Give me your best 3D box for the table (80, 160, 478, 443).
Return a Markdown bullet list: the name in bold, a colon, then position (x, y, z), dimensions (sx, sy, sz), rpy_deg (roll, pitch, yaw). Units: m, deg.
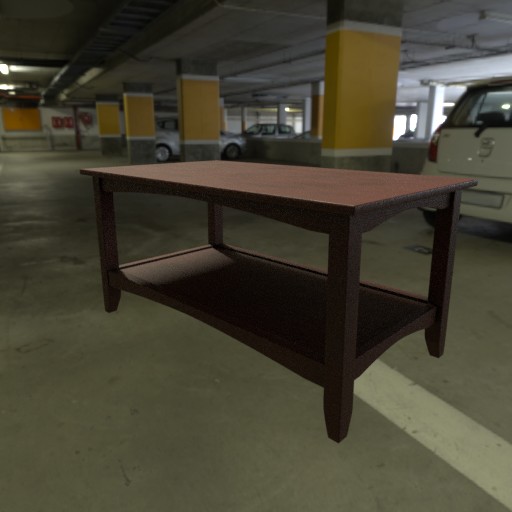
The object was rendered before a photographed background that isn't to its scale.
- **table**: position (0.000, 0.000, 1.238), dimensions (0.943, 0.456, 0.533), rpy_deg (15, 22, 42)
